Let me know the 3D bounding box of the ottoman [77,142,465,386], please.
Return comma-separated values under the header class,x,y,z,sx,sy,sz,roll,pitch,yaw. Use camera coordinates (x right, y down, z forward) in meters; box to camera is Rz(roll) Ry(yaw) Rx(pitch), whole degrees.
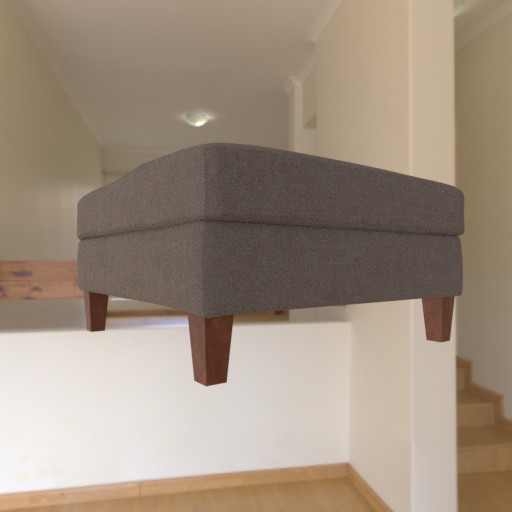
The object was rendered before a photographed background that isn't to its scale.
class,x,y,z,sx,sy,sz,roll,pitch,yaw
ottoman,0.000,0.000,1.355,0.861,0.482,0.881,0,-1,-36
